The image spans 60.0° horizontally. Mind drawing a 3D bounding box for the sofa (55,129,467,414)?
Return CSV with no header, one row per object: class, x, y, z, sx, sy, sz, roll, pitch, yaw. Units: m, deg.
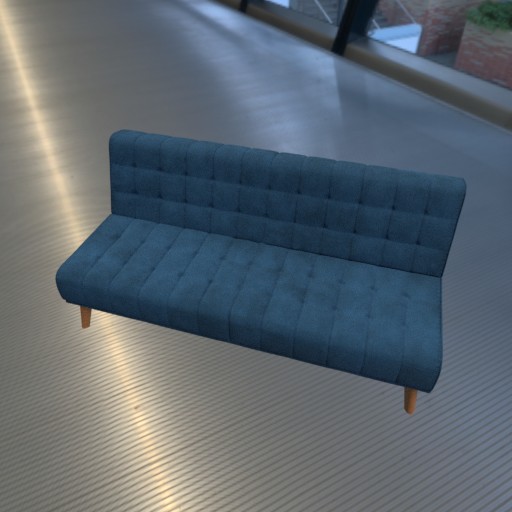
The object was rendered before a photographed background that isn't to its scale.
sofa,0.000,0.000,2.245,1.804,0.813,0.855,11,42,13
